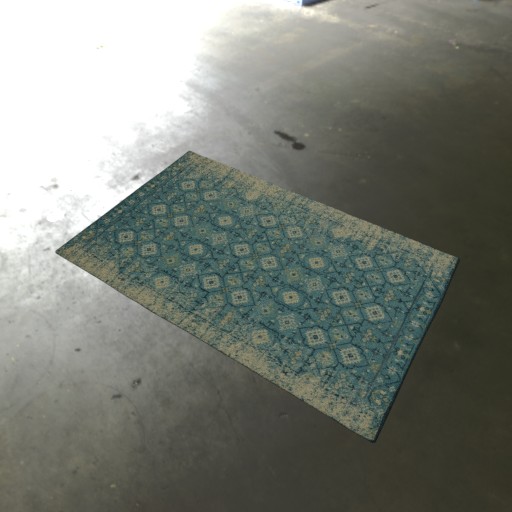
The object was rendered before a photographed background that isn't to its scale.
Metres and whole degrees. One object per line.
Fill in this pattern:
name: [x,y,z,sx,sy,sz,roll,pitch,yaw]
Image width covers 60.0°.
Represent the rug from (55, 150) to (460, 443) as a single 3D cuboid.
rug: [0.000,0.000,3.130,2.449,0.015,1.530,26,52,22]
